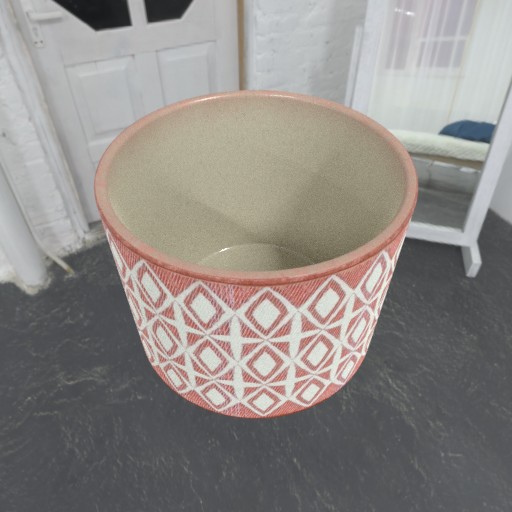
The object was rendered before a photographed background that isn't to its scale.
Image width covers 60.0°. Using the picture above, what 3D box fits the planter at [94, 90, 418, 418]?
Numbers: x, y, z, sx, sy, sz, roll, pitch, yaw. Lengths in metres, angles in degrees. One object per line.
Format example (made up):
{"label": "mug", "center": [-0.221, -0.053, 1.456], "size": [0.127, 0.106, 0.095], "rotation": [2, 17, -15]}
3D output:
{"label": "planter", "center": [0.000, 0.000, 0.468], "size": [0.273, 0.237, 0.273], "rotation": [0, 46, 0]}
